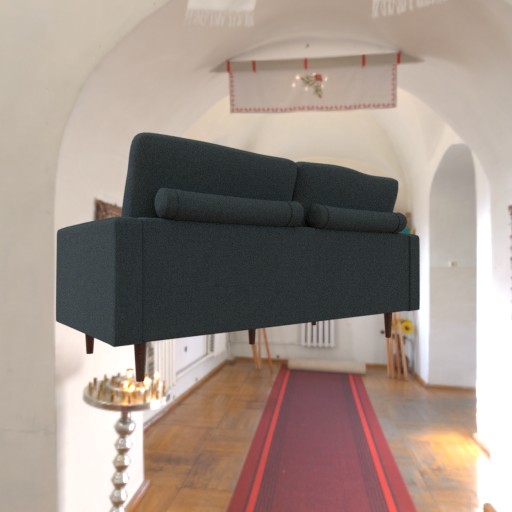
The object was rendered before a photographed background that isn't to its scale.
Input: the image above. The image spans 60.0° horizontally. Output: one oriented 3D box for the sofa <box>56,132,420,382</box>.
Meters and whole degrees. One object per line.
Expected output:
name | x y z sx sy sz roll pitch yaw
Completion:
sofa | 0.000 0.000 2.617 2.010 1.050 0.966 0 -1 -37
